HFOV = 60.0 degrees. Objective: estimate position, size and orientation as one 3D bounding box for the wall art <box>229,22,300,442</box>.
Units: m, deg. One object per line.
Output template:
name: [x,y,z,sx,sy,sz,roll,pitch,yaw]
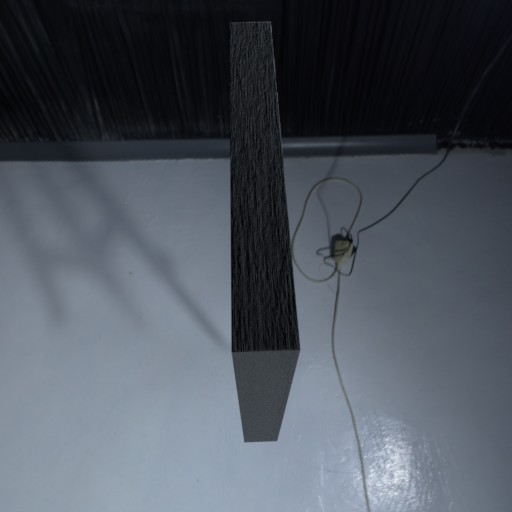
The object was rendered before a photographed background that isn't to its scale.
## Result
wall art: [0.000,0.000,0.448,0.037,0.305,0.305,-2,59,-1]
